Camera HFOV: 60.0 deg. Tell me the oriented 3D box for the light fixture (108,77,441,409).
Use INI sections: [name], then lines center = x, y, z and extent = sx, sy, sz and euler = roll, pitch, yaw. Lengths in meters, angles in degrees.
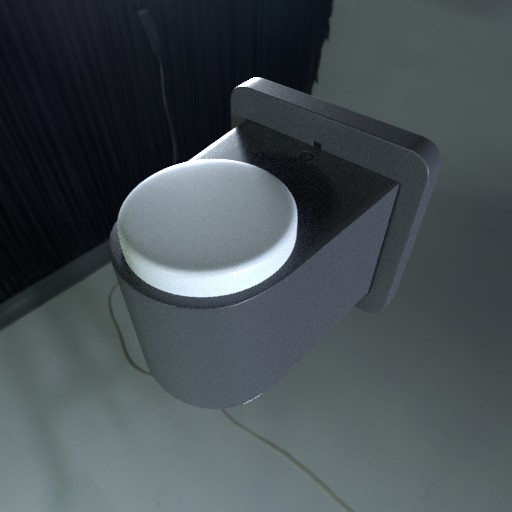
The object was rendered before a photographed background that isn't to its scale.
[light fixture]
center = 0.000, 0.000, 0.212
extent = 0.109, 0.109, 0.132
euler = 31, 53, 26
